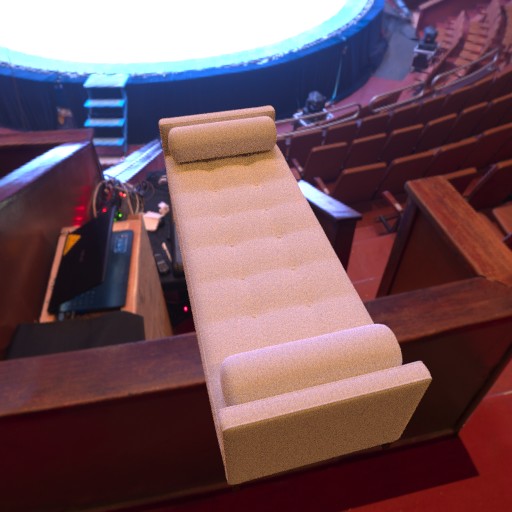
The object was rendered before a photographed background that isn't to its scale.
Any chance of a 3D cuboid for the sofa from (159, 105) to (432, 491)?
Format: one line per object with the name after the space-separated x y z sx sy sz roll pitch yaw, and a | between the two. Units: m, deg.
0.000 0.000 2.293 0.746 0.641 1.985 -10 46 -10 | sofa
